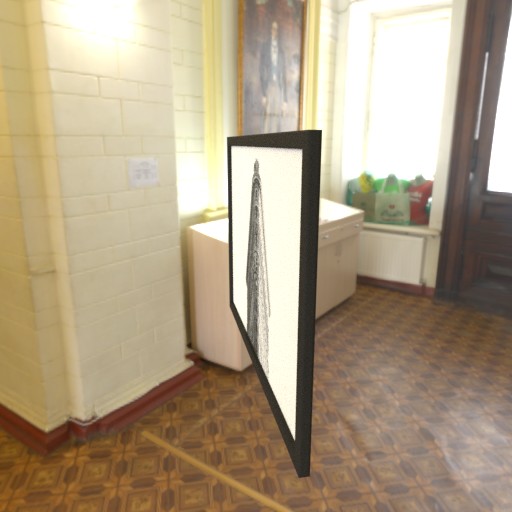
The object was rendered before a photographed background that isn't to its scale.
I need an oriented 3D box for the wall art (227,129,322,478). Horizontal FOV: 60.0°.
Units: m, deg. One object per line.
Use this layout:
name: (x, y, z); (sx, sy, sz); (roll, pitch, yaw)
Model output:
wall art: (0.000, 0.000, 1.250); (0.049, 0.659, 0.964); (-2, 15, -10)
